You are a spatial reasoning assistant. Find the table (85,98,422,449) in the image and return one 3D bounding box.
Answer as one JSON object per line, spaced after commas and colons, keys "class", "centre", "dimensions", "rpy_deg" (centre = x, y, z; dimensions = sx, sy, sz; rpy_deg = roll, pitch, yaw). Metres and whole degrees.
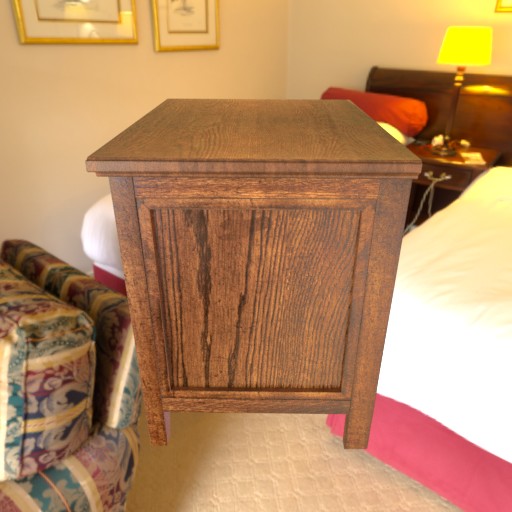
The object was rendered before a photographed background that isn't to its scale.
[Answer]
{"class": "table", "centre": [0.000, 0.000, 0.998], "dimensions": [0.461, 0.597, 0.586], "rpy_deg": [0, 27, 1]}
